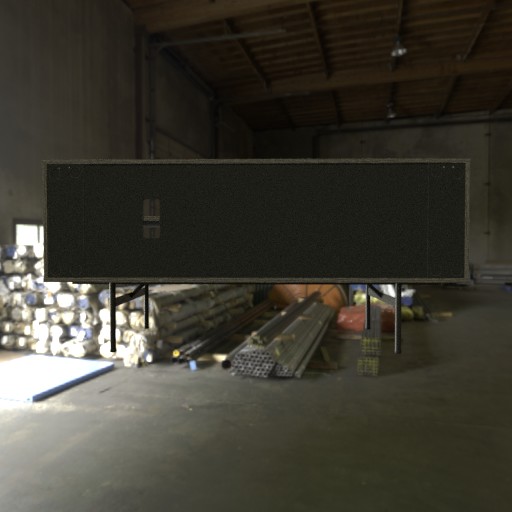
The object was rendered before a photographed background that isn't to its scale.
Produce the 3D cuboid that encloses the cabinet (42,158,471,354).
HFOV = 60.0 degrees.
[{"bbox_3d":[0.000,0.000,1.600,1.300,0.599,0.500,0,1,1],"label":"cabinet"}]
